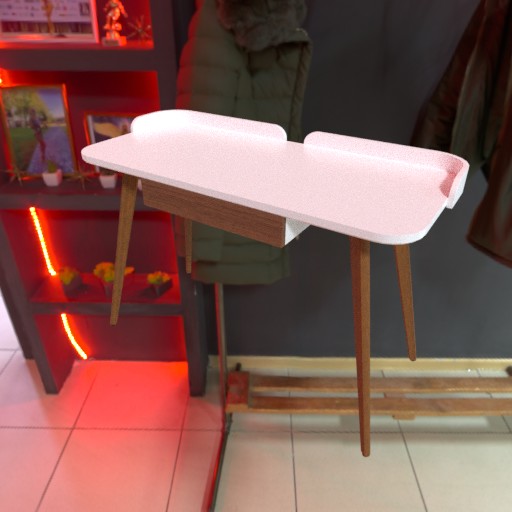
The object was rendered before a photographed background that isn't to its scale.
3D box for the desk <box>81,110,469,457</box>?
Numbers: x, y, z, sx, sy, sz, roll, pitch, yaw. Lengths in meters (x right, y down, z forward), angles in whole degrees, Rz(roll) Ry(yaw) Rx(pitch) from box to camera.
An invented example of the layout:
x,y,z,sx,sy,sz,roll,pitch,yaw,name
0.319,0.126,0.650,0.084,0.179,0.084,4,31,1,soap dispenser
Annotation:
x,y,z,sx,sy,sz,roll,pitch,yaw,name
0.000,0.000,1.607,1.206,0.807,0.534,19,35,28,desk
